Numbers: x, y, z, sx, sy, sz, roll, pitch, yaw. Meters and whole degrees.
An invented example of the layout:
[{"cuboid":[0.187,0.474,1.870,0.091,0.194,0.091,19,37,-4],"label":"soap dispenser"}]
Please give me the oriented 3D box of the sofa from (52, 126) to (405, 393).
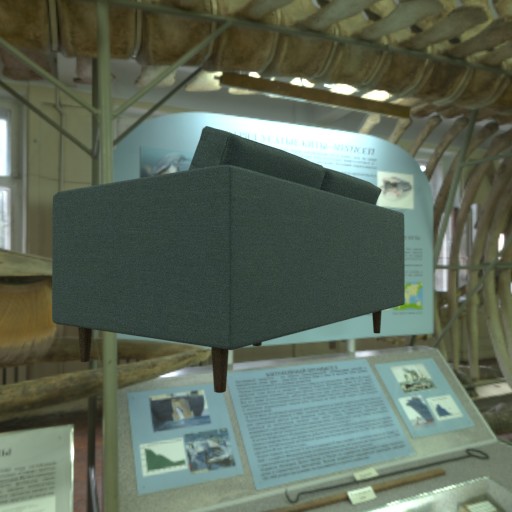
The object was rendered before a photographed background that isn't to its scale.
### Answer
[{"cuboid":[0.000,0.000,2.255,0.999,0.907,1.659,0,-1,36],"label":"sofa"}]
